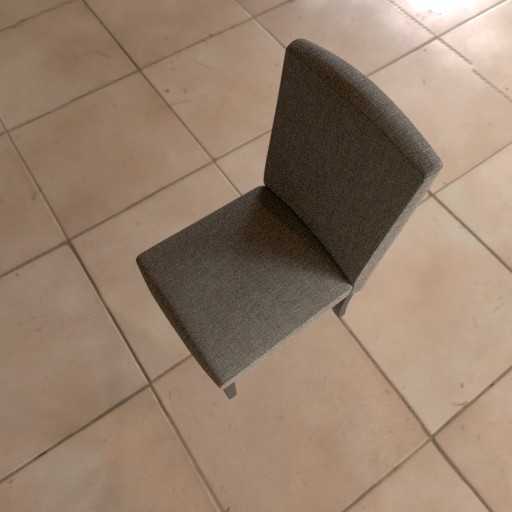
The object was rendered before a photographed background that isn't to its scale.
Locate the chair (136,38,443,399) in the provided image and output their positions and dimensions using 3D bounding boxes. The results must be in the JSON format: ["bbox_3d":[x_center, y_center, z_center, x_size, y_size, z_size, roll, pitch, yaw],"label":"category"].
[{"bbox_3d":[0.000,0.000,1.223,0.580,0.917,0.451,-33,69,-15],"label":"chair"}]
